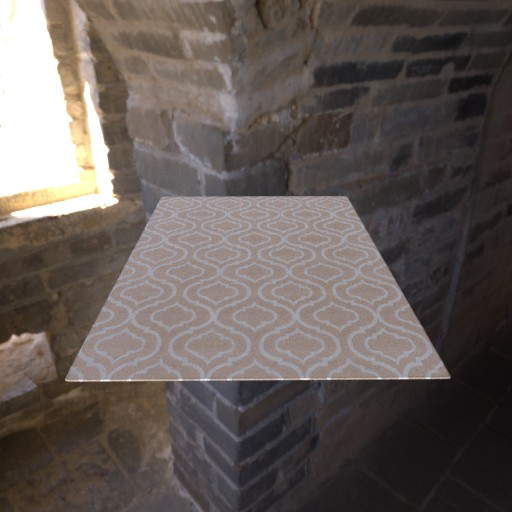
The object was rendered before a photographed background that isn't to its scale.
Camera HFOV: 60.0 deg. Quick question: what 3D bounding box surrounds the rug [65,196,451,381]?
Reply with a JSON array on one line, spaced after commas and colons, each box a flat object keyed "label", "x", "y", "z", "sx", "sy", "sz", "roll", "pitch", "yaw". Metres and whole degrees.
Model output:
[{"label": "rug", "x": 0.000, "y": 0.000, "z": 2.692, "sx": 1.524, "sy": 0.010, "sz": 2.134, "roll": 0, "pitch": 27, "yaw": -1}]
